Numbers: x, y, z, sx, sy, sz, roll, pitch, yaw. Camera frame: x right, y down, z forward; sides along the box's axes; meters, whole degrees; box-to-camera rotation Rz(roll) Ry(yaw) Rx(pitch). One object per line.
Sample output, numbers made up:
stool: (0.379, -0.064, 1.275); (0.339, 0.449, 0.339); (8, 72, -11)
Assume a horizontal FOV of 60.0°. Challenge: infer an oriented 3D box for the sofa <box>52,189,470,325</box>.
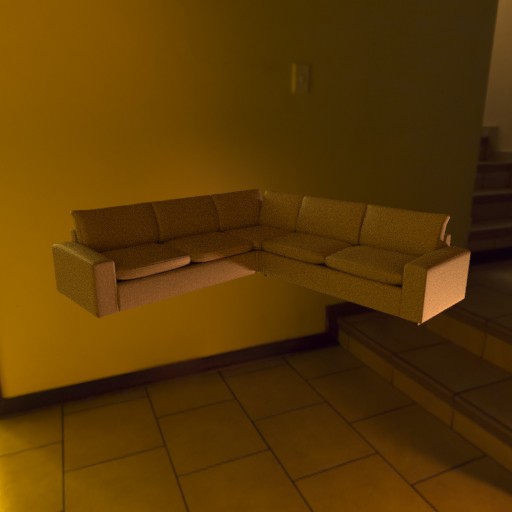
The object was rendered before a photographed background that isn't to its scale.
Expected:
sofa: (0.000, 0.000, 4.019); (2.622, 0.800, 2.742); (-14, 21, -41)
